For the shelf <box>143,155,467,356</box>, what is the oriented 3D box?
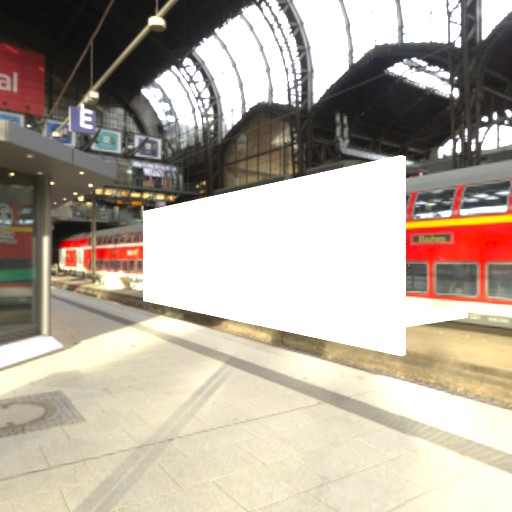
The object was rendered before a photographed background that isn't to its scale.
[{"bbox_3d":[0.000,0.000,1.135,0.200,0.300,1.020,0,0,-36],"label":"shelf"}]
